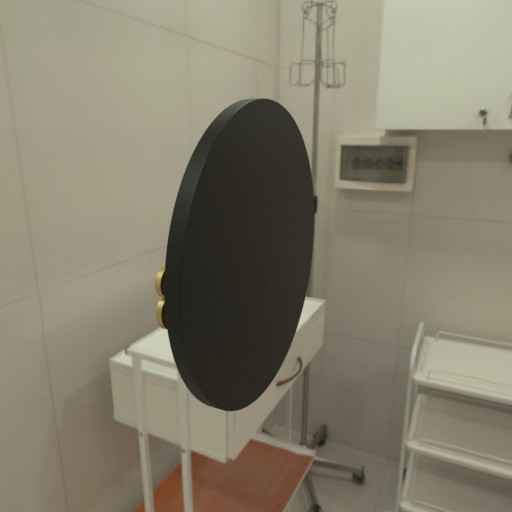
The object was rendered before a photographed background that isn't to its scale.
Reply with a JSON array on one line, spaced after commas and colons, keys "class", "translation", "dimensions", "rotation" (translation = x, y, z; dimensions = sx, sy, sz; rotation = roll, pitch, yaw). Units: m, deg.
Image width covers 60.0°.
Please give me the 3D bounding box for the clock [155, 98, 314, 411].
[{"class": "clock", "translation": [0.000, 0.000, 0.678], "dimensions": [0.038, 0.454, 0.454], "rotation": [7, 17, 24]}]
